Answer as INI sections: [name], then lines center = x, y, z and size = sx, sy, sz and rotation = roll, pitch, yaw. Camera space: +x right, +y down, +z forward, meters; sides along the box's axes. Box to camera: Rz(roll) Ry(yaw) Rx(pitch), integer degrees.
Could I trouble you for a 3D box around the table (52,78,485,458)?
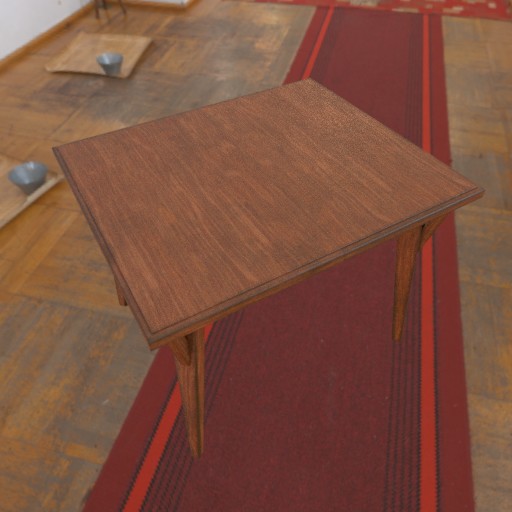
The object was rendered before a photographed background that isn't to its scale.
[table]
center = 0.000, 0.000, 1.577
size = 0.991, 0.761, 0.838
rotation = -23, 50, -21
